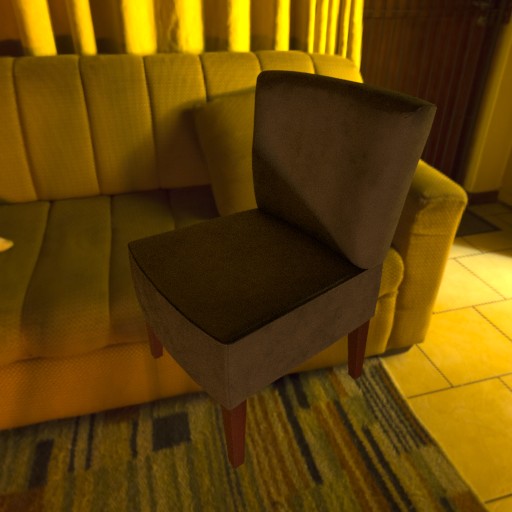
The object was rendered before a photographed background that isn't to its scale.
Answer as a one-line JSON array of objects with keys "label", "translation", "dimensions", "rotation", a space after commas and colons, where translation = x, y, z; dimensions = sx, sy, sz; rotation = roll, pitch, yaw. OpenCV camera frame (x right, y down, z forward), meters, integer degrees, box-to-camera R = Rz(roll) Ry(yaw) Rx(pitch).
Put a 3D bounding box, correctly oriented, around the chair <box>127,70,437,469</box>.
[{"label": "chair", "translation": [0.000, 0.000, 1.133], "dimensions": [0.554, 0.806, 0.521], "rotation": [-20, 37, -30]}]
